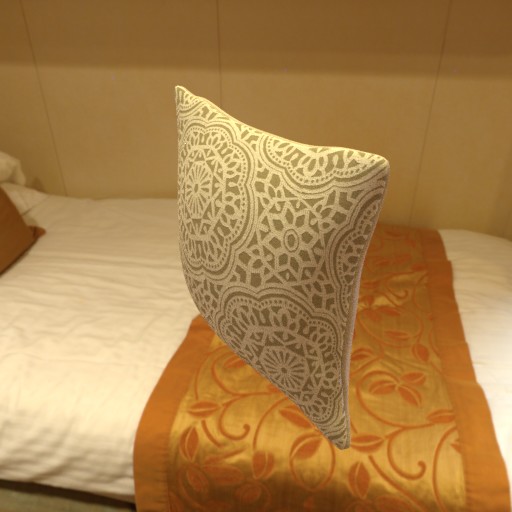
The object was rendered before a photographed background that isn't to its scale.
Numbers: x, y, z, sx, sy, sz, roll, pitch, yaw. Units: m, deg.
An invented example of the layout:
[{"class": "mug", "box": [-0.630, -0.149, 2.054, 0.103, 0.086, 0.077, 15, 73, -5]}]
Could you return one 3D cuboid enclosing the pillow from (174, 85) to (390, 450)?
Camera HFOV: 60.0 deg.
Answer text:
[{"class": "pillow", "box": [0.000, 0.000, 0.660, 0.167, 0.421, 0.438, -20, 36, -29]}]
